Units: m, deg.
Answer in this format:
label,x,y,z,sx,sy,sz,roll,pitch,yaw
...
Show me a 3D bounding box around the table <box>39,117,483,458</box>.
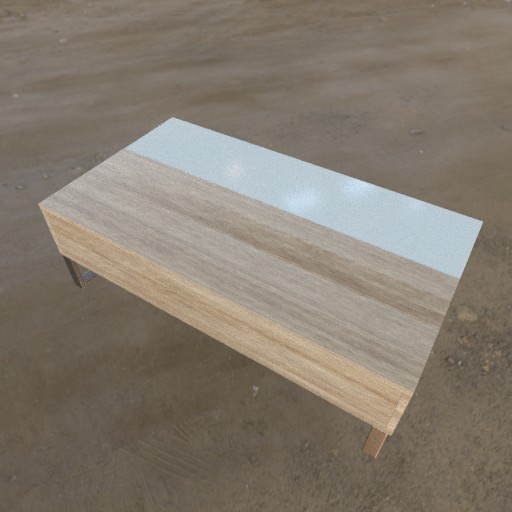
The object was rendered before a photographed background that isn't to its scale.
label,x,y,z,sx,sy,sz,roll,pitch,yaw
table,0.000,0.000,1.371,1.100,0.350,0.600,24,50,22
